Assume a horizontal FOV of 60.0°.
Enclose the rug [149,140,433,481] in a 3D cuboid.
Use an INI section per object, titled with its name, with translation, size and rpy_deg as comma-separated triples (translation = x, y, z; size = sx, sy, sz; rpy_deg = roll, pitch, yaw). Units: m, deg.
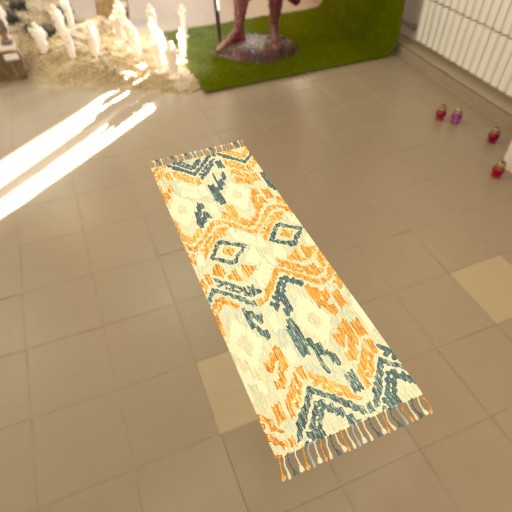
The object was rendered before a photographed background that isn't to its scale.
[rug]
translation = 0.000, 0.000, 2.689
size = 0.783, 0.010, 2.437
rpy_deg = -17, 49, -15
